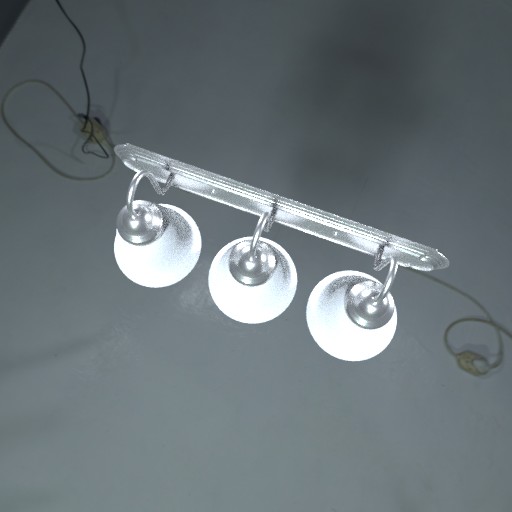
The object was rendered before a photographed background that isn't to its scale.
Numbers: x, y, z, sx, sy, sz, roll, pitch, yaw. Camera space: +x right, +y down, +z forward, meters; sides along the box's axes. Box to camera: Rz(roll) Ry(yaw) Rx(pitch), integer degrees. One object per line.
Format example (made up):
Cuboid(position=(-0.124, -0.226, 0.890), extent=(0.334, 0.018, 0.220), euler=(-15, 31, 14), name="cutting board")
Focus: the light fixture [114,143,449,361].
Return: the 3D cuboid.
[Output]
Cuboid(position=(0.000, 0.000, 0.721), extent=(0.610, 0.222, 0.199), euler=(20, 77, 5), name="light fixture")
